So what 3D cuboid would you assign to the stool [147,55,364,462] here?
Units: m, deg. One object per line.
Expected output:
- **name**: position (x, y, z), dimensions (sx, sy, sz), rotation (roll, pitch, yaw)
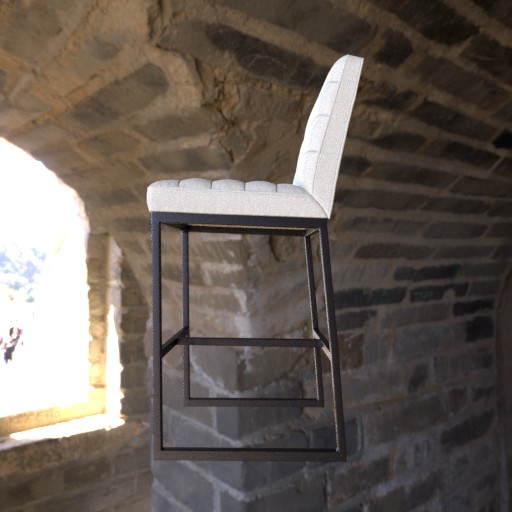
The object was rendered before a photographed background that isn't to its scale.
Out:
- **stool**: position (0.000, 0.000, 1.342), dimensions (0.560, 1.040, 0.460), rotation (0, -1, 1)
